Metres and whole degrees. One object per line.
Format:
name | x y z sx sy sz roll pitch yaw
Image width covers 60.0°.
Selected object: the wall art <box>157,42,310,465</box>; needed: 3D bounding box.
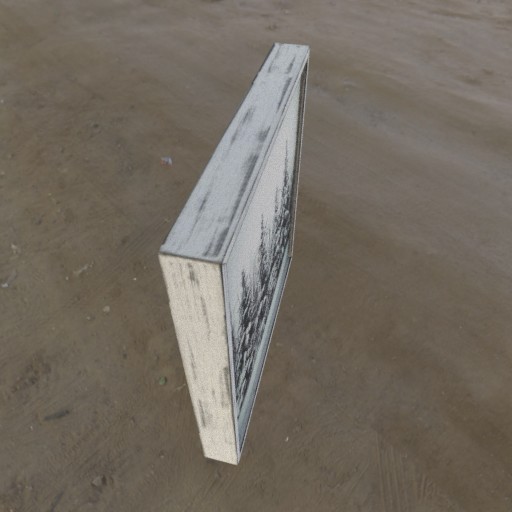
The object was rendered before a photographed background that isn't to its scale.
wall art | 0.000 0.000 0.449 0.036 0.303 0.303 10 47 9
